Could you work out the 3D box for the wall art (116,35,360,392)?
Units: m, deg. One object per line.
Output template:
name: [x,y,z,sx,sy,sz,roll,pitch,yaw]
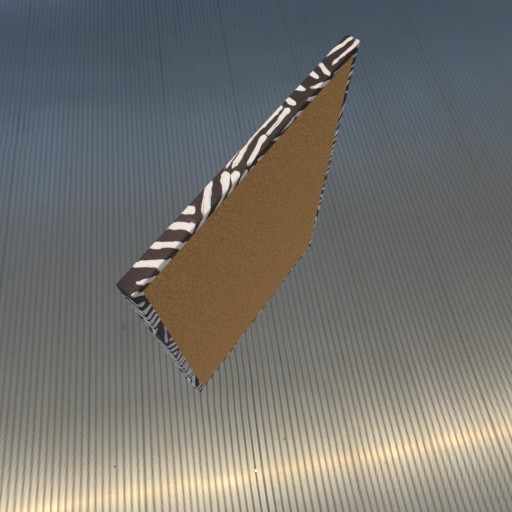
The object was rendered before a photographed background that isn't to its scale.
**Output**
wall art: [0.000,0.000,1.335,0.038,1.017,0.765,33,69,15]
